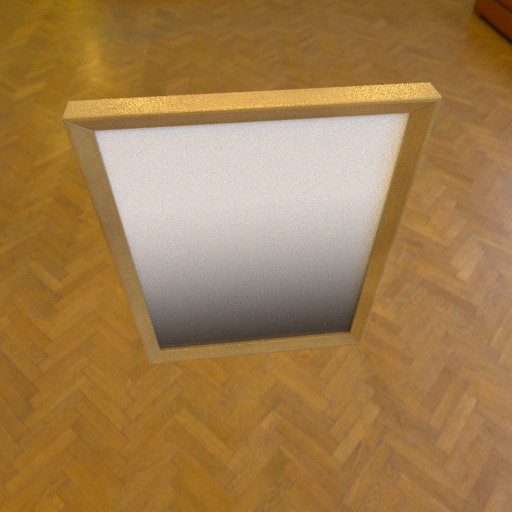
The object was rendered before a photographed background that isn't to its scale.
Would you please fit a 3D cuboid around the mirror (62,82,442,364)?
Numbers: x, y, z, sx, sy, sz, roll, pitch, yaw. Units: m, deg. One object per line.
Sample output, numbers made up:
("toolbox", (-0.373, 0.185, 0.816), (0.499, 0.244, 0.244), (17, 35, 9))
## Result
("mirror", (0.000, 0.000, 0.671), (0.406, 0.509, 0.041), (-5, 47, -4))
